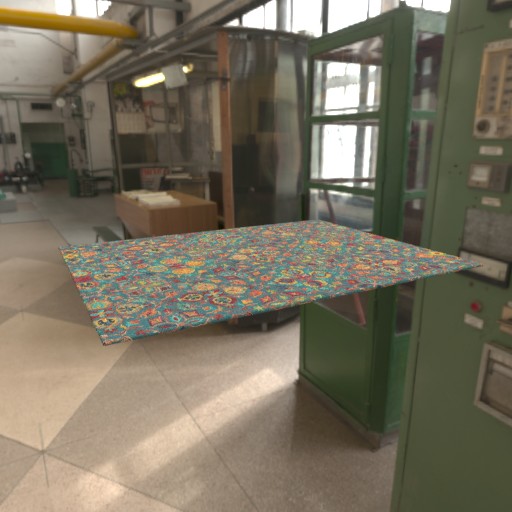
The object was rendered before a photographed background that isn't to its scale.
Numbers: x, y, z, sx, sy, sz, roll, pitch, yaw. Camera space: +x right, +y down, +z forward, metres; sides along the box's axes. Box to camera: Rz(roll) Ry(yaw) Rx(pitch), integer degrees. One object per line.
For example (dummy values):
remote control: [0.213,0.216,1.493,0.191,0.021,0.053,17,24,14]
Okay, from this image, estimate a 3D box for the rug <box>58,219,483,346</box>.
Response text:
rug: [0.000,0.000,4.156,3.204,0.025,2.434,-8,17,-27]
